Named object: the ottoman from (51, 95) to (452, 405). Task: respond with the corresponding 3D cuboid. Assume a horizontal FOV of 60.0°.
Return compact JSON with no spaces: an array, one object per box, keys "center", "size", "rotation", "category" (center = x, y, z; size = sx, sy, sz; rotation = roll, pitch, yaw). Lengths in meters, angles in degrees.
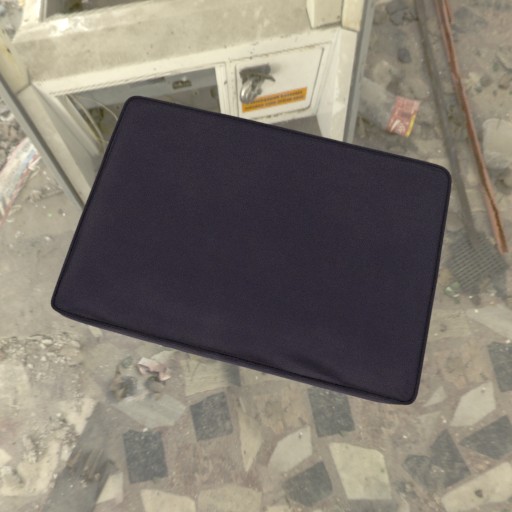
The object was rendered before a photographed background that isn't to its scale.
[{"center":[0.000,0.000,1.310],"size":[0.938,0.503,0.637],"rotation":[14,76,4],"category":"ottoman"}]
